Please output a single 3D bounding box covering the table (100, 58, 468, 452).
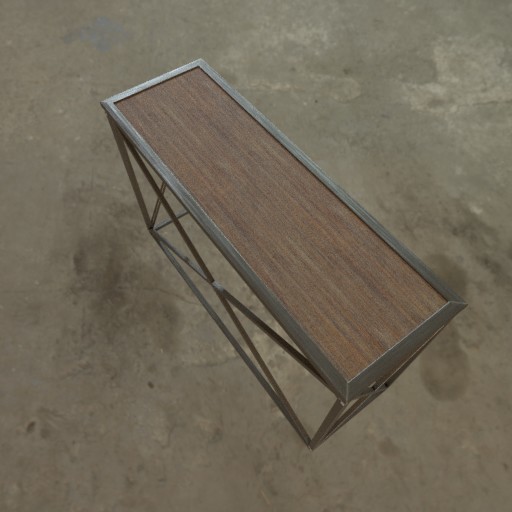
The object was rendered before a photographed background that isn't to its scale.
[{"bbox_3d":[0.000,0.000,1.601,0.402,0.753,1.216,-32,64,-18],"label":"table"}]
